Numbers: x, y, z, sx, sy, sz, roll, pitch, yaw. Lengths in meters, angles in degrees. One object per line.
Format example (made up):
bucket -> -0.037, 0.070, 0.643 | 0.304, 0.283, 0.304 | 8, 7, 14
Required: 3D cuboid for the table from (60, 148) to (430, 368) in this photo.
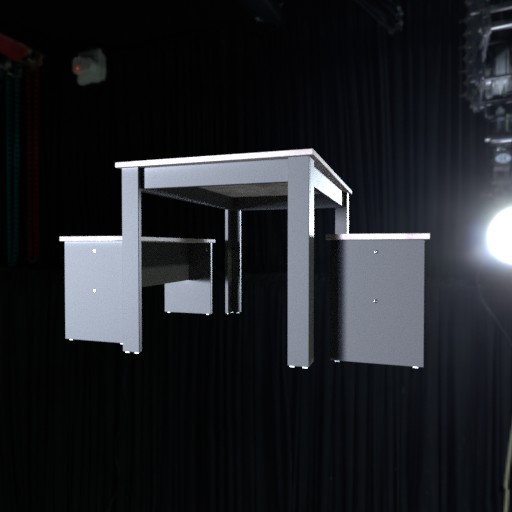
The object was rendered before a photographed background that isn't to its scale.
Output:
table -> 0.000, 0.000, 2.034 | 1.443, 0.700, 1.100 | 0, 1, 18
